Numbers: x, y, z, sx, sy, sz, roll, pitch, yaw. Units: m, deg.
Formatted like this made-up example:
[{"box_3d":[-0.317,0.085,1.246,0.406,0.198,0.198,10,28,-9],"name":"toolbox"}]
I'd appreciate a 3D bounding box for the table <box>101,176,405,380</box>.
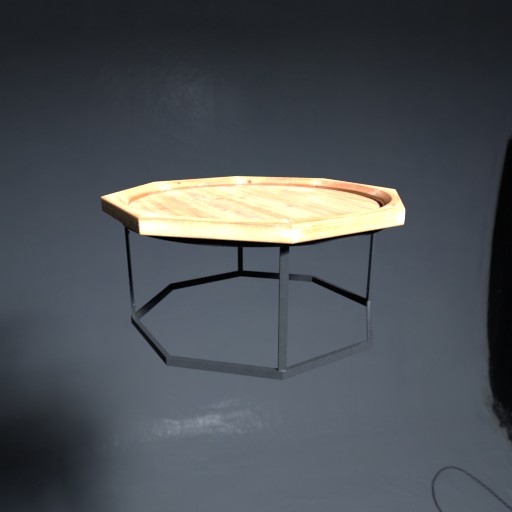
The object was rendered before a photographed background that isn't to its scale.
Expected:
[{"box_3d":[0.000,0.000,1.553,1.002,0.444,1.002,0,17,0],"name":"table"}]
